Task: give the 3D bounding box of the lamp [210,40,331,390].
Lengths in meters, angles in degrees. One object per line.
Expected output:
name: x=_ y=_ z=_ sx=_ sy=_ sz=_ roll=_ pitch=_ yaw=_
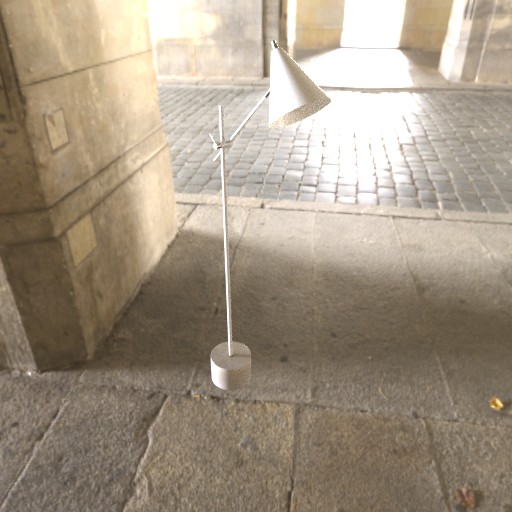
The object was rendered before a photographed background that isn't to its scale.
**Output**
lamp: x=0.000 y=0.000 z=1.622 sx=0.223 sy=1.430 sz=0.508 roll=-22 pitch=36 yaw=-32
